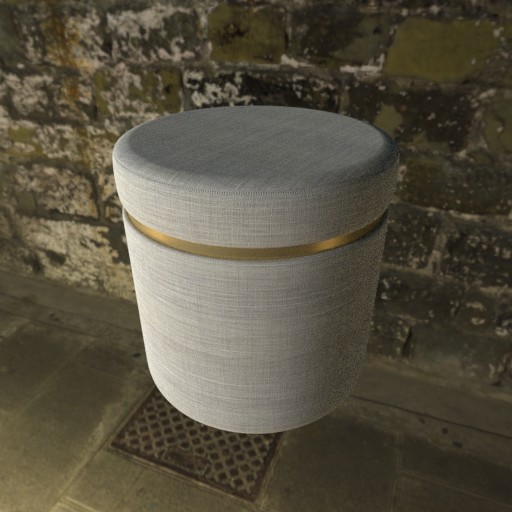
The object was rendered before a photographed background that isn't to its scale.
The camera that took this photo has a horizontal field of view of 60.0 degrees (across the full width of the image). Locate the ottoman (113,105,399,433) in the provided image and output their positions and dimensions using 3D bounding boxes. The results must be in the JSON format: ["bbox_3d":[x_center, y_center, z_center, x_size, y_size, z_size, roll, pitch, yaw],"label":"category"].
[{"bbox_3d":[0.000,0.000,0.732,0.400,0.406,0.400,0,31,0],"label":"ottoman"}]
